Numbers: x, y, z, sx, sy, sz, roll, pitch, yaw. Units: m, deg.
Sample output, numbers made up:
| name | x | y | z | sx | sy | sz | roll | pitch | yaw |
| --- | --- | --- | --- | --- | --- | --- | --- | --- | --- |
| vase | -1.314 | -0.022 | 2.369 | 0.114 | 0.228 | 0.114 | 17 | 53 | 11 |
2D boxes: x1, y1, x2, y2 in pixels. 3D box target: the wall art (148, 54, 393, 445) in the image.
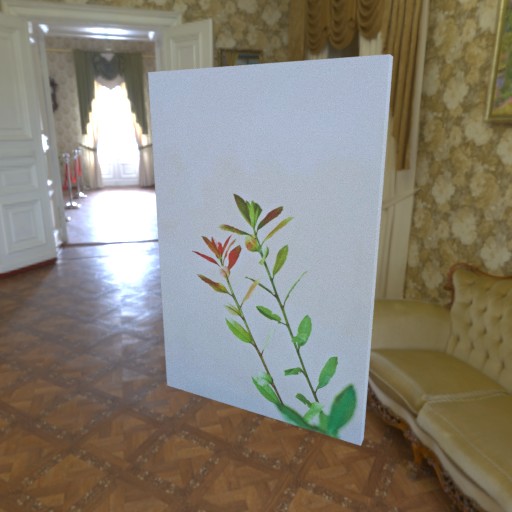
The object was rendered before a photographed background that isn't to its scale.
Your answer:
| name | x | y | z | sx | sy | sz | roll | pitch | yaw |
| --- | --- | --- | --- | --- | --- | --- | --- | --- | --- |
| wall art | 0.000 | 0.000 | 1.433 | 0.764 | 1.143 | 0.038 | 8 | 18 | 26 |
